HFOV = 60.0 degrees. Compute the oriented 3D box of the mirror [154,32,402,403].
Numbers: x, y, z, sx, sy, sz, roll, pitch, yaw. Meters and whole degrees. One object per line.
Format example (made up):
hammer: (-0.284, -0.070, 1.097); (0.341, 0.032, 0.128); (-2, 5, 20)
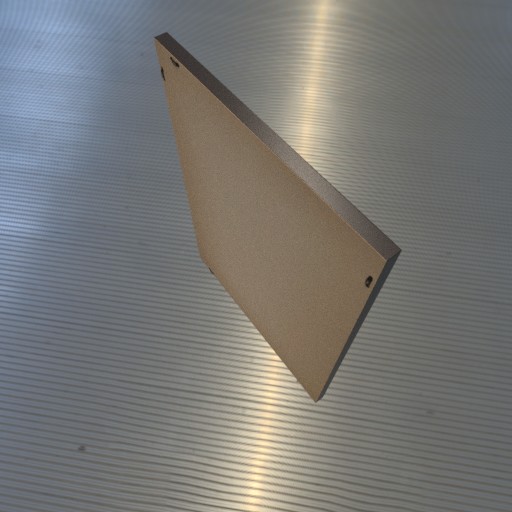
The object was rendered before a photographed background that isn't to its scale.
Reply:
mirror: (0.000, 0.000, 1.326); (0.041, 1.016, 0.762); (-33, 64, -18)
